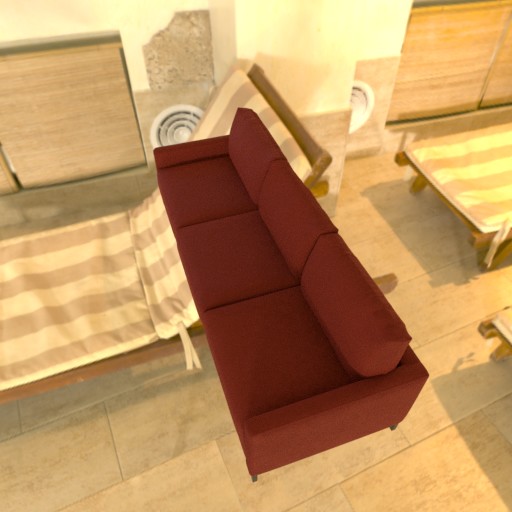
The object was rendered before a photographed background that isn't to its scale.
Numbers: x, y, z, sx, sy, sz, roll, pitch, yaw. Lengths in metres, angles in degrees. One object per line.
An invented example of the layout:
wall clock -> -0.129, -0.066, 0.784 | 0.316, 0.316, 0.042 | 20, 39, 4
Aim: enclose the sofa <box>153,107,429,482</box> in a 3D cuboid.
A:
sofa -> 0.000, 0.000, 2.715 | 0.875, 0.879, 2.252 | -14, 48, -13
